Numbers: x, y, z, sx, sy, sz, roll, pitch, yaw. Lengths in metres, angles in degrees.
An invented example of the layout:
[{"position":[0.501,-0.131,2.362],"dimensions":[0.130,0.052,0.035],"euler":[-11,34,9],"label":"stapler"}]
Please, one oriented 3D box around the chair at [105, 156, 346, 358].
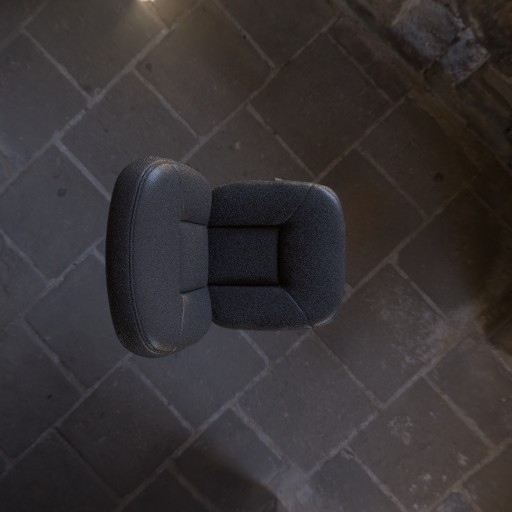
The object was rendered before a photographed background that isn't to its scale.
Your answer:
[{"position":[0.000,0.000,1.412],"dimensions":[0.646,0.959,0.647],"euler":[0,91,1],"label":"chair"}]
